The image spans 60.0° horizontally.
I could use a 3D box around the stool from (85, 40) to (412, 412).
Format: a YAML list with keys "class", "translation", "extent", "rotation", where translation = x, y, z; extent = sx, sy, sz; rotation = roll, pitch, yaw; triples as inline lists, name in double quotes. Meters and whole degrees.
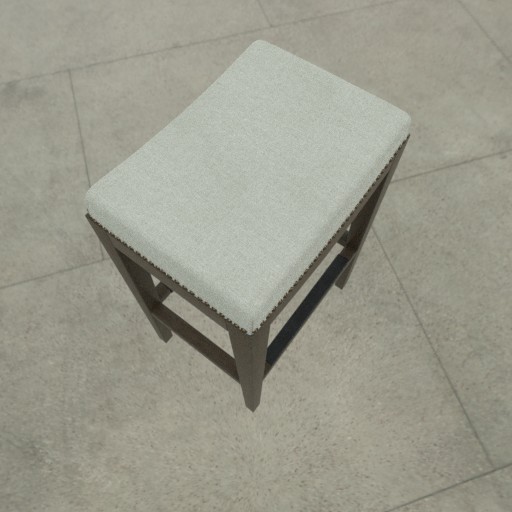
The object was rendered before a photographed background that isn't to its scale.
- class: "stool"
  translation: [0.000, 0.000, 1.054]
  extent: [0.358, 0.759, 0.498]
  rotation: [34, 68, 16]
